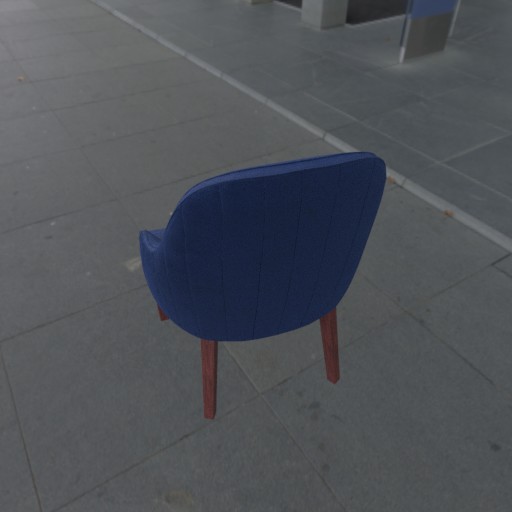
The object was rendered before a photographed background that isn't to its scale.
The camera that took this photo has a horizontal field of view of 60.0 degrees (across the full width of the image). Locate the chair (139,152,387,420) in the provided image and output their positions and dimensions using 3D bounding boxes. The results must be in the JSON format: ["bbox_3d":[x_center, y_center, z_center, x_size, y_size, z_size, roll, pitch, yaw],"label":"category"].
[{"bbox_3d":[0.000,0.000,1.285,0.643,0.889,0.575,-12,42,-13],"label":"chair"}]
